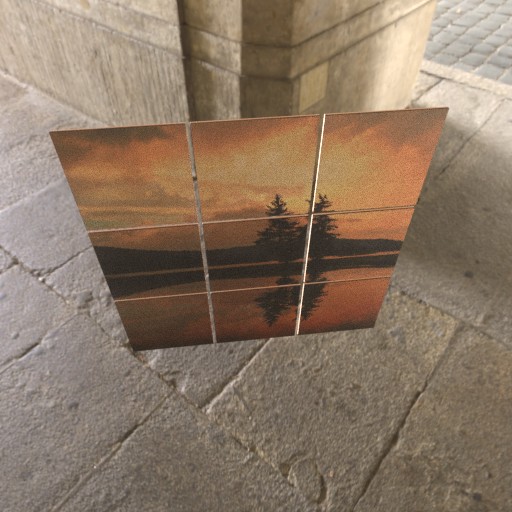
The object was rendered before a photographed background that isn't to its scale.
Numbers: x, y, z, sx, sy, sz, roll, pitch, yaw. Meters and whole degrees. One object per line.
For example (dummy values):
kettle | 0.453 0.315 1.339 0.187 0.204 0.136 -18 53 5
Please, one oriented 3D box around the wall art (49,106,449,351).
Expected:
wall art | 0.000 0.000 1.788 1.216 1.218 0.013 -5 47 -4
